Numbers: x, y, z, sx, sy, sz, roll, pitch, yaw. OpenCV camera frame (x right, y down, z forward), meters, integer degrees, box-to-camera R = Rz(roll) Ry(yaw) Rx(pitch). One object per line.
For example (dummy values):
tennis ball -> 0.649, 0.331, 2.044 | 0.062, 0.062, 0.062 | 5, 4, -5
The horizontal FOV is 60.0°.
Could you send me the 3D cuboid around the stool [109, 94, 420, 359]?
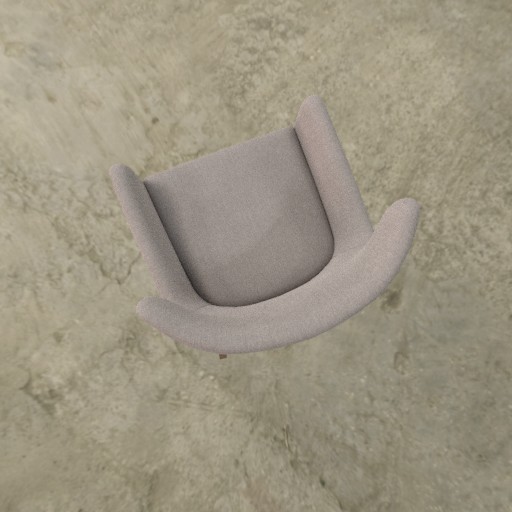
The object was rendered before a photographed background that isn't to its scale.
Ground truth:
stool -> 0.000, 0.000, 1.297 | 0.575, 0.951, 0.575 | -21, 76, -5
